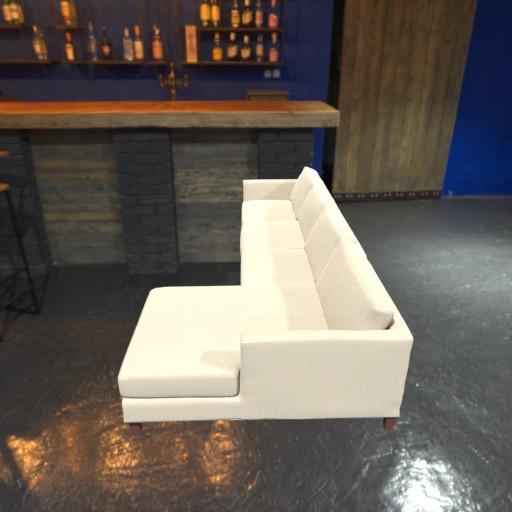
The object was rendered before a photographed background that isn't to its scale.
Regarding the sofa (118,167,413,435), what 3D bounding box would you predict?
[{"bbox_3d":[0.000,0.000,3.868,1.625,0.861,3.186,-1,25,-1],"label":"sofa"}]
